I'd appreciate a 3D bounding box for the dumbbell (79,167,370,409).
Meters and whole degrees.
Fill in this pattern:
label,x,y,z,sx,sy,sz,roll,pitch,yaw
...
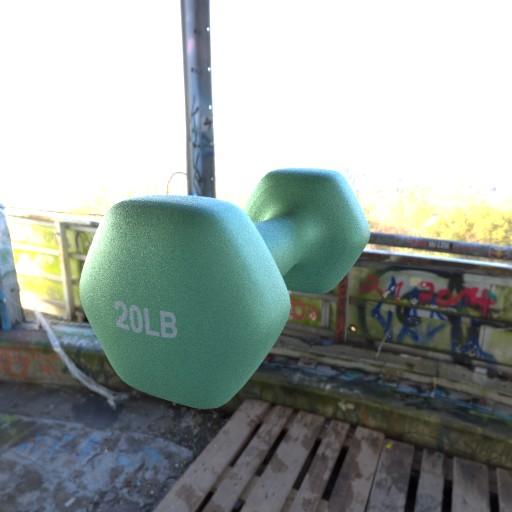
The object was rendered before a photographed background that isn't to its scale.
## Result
label,x,y,z,sx,sy,sz,roll,pitch,yaw
dumbbell,0.000,0.000,0.339,0.129,0.117,0.260,8,18,26
